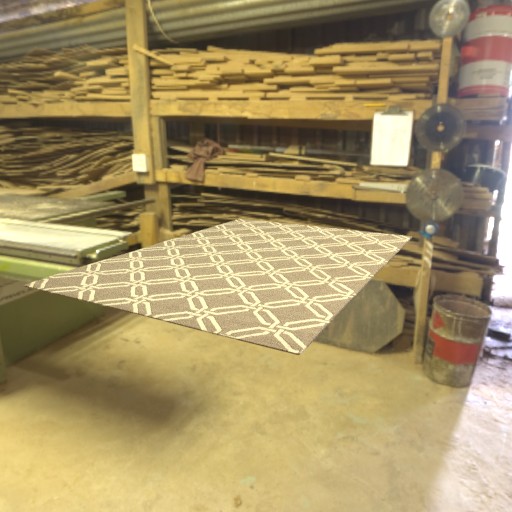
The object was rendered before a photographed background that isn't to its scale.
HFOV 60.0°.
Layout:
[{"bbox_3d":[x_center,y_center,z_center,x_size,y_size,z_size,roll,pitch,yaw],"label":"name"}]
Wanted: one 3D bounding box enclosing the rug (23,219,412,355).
[{"bbox_3d":[0.000,0.000,4.465,2.441,0.020,3.419,8,17,28],"label":"rug"}]
